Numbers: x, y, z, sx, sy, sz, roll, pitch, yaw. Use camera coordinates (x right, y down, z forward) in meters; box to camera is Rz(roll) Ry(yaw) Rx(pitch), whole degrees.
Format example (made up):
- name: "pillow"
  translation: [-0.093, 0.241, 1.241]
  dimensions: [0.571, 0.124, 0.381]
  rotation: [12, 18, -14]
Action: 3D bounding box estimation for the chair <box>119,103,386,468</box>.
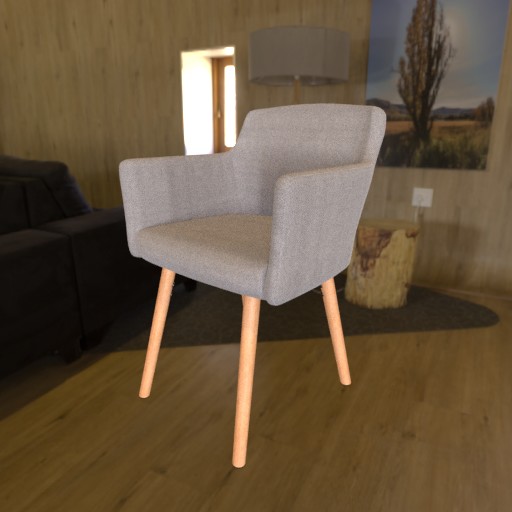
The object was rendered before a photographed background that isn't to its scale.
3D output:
- name: "chair"
  translation: [0.000, 0.000, 1.178]
  dimensions: [0.570, 0.780, 0.540]
  rotation: [15, 22, 41]
